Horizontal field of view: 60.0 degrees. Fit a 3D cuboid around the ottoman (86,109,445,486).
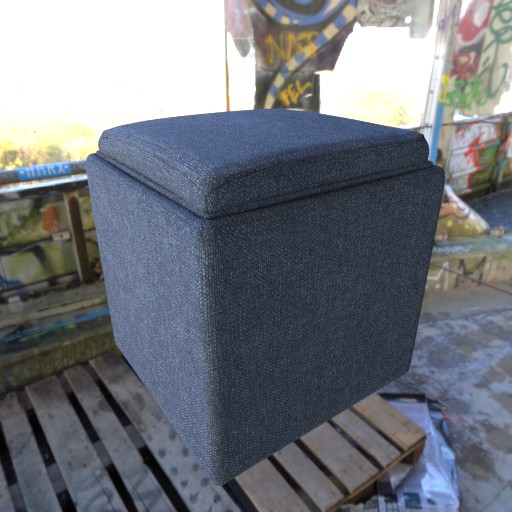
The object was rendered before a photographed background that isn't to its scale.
[{"bbox_3d":[0.000,0.000,0.825,0.454,0.493,0.436,-17,31,-31],"label":"ottoman"}]
